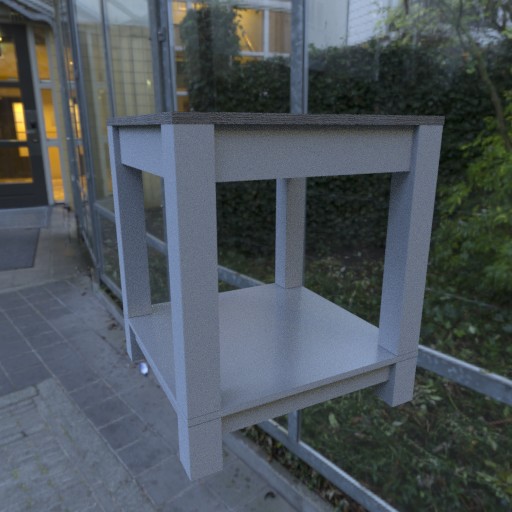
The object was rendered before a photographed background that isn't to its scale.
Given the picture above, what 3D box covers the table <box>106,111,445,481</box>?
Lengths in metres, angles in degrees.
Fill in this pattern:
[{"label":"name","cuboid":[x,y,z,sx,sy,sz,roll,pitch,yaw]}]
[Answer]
[{"label":"table","cuboid":[0.000,0.000,0.984,0.506,0.587,0.504,-8,18,-26]}]
